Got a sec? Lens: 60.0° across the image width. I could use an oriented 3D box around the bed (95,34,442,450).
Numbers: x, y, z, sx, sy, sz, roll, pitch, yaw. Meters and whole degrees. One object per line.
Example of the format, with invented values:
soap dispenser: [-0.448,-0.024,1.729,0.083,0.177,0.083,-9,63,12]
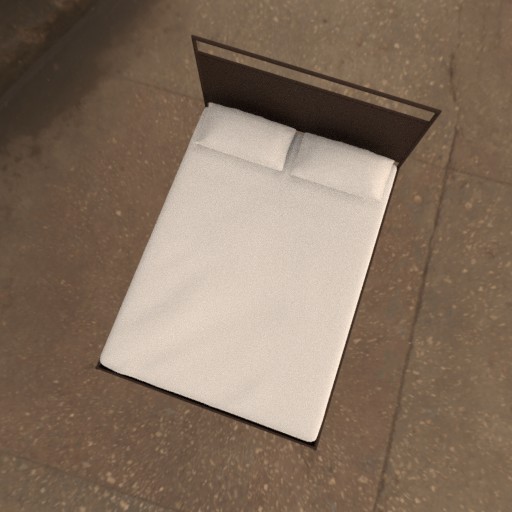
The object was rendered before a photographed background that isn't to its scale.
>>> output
bed: [0.000,0.000,2.996,1.572,1.173,2.122,19,77,4]
